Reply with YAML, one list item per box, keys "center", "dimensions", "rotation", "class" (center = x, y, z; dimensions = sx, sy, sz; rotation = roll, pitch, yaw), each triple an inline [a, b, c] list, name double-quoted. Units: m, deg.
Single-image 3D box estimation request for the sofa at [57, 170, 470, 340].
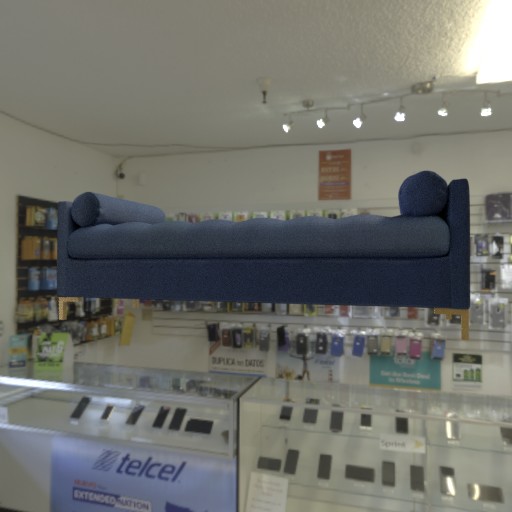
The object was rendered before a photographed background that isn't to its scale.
- center: [0.000, 0.000, 2.473]
  dimensions: [2.102, 0.705, 0.796]
  rotation: [0, -1, 19]
  class: "sofa"
